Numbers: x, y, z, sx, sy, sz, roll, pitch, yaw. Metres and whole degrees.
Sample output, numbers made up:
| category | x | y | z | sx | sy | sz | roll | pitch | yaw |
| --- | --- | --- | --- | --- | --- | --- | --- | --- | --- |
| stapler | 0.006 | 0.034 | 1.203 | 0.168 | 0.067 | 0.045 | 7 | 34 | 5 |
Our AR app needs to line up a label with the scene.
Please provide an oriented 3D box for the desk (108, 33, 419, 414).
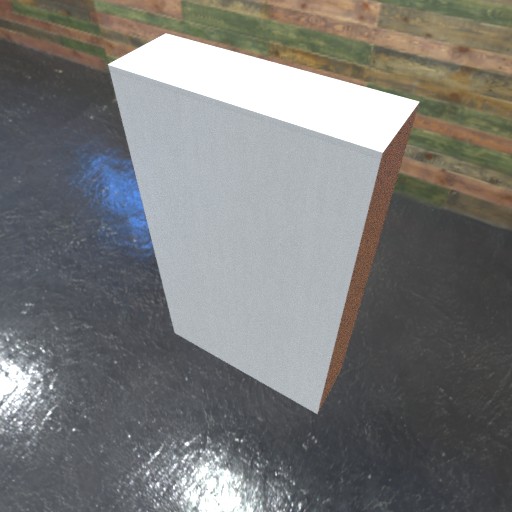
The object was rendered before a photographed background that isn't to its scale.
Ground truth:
| category | x | y | z | sx | sy | sz | roll | pitch | yaw |
| --- | --- | --- | --- | --- | --- | --- | --- | --- | --- |
| desk | 0.000 | 0.000 | 1.564 | 0.750 | 1.280 | 0.250 | 24 | 52 | 21 |
